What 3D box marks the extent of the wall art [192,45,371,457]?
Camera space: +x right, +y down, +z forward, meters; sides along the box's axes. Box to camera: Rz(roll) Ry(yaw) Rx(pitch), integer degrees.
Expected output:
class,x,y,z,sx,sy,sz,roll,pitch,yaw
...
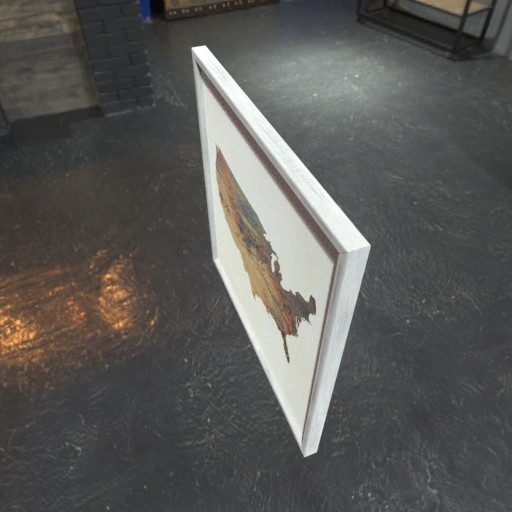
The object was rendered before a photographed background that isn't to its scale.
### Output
class,x,y,z,sx,sy,sz,roll,pitch,yaw
wall art,0.000,0.000,0.448,0.015,0.303,0.303,-16,48,-15
